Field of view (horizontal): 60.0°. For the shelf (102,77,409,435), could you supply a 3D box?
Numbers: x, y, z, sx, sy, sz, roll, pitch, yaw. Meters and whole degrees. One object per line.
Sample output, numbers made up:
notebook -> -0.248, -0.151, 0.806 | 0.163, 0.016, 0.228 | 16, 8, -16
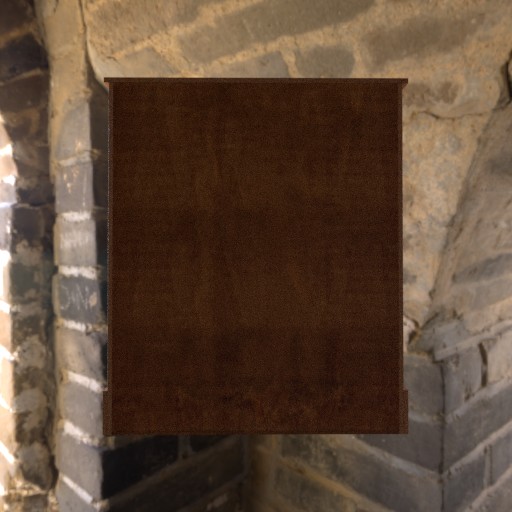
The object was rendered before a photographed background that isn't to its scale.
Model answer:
shelf -> 0.000, 0.000, 1.361 | 0.840, 0.980, 0.291 | 0, -1, 0
